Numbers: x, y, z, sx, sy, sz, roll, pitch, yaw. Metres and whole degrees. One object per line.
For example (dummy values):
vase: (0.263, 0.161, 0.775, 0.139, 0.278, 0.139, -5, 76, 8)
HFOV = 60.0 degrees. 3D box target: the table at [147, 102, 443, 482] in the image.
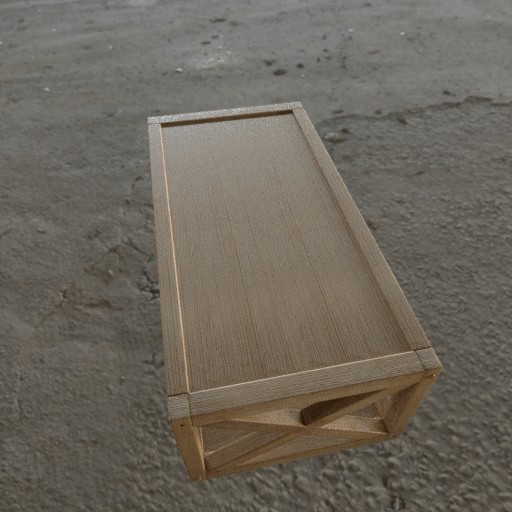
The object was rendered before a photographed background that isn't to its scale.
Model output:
table: (0.000, 0.000, 1.626, 0.660, 0.457, 1.321, -9, 48, -8)
